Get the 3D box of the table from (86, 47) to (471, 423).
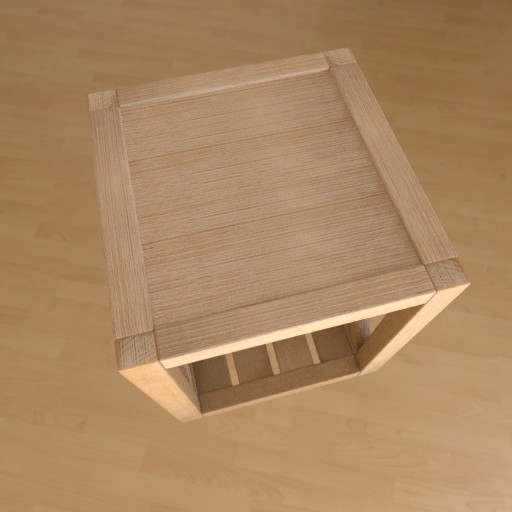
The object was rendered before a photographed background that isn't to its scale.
[{"bbox_3d":[0.000,0.000,1.047,0.558,0.610,0.559,-13,64,-7],"label":"table"}]
